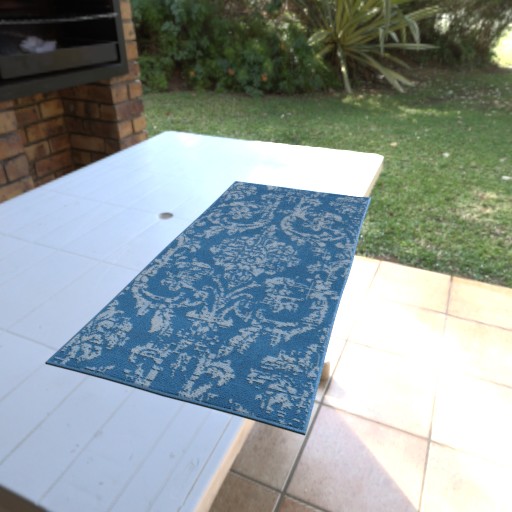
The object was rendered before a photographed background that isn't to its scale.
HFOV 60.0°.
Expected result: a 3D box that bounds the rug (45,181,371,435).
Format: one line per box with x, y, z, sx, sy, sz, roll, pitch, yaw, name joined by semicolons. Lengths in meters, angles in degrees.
0.000;0.000;1.421;0.604;0.007;1.219;10;32;16;rug
